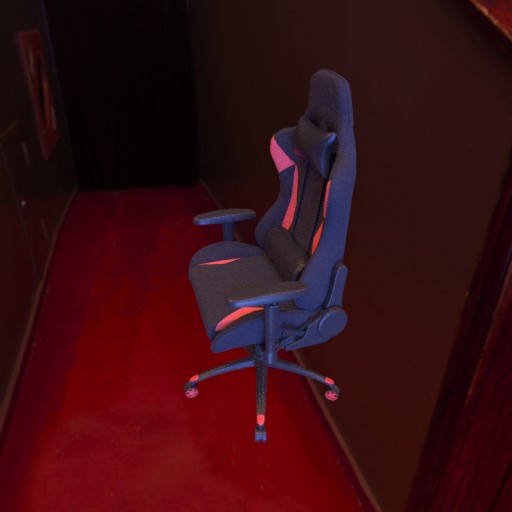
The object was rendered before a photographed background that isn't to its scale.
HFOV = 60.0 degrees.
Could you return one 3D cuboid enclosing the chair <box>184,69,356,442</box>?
[{"bbox_3d":[0.000,0.000,1.727,0.658,1.326,0.695,-8,31,-14],"label":"chair"}]
